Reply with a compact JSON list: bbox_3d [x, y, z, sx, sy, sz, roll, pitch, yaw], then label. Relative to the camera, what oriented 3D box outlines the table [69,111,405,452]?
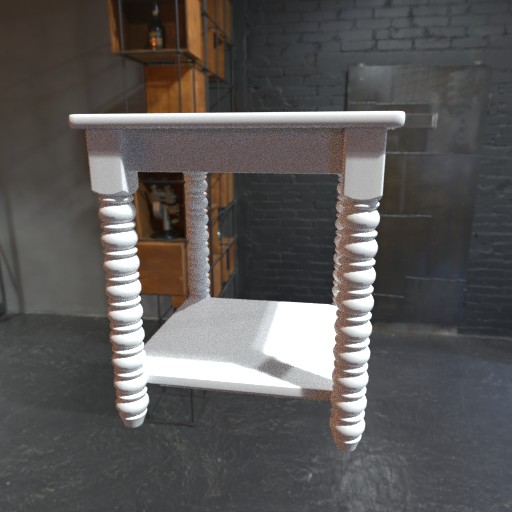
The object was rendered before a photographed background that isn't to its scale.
[{"bbox_3d":[0.000,0.000,0.961,0.500,0.563,0.533,2,15,9],"label":"table"}]
